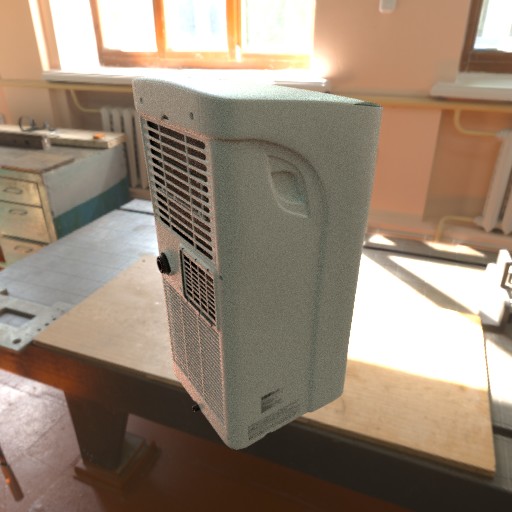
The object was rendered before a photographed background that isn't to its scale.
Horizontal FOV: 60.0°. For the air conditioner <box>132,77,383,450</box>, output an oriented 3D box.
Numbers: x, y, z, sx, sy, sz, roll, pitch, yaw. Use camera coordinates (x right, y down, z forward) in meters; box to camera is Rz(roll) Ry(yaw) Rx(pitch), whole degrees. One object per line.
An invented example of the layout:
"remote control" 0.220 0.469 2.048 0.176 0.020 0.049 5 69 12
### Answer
"air conditioner" 0.000 0.000 0.944 0.369 0.716 0.352 -16 31 -30
